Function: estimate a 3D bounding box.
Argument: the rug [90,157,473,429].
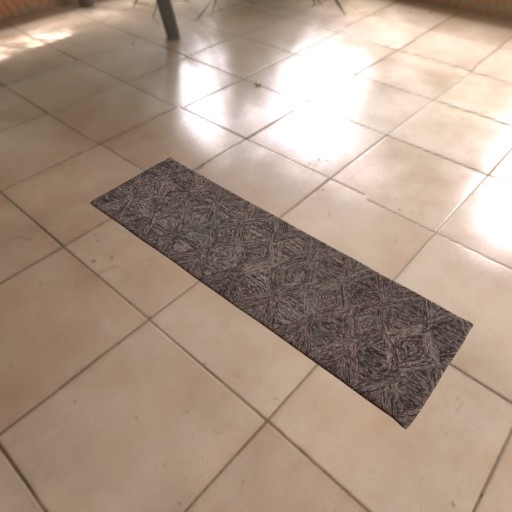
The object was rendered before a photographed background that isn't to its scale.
[{"bbox_3d":[0.000,0.000,2.576,2.305,0.013,0.719,32,54,27],"label":"rug"}]
